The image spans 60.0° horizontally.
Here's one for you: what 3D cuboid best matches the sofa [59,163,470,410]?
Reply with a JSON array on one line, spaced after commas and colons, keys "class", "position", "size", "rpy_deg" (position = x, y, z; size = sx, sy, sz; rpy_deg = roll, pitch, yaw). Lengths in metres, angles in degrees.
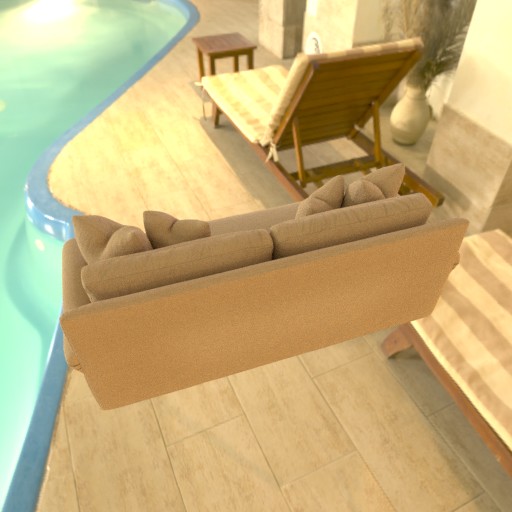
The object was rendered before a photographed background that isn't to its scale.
[{"class": "sofa", "position": [0.000, 0.000, 2.787], "size": [2.285, 0.904, 1.067], "rpy_deg": [-13, 44, -14]}]
